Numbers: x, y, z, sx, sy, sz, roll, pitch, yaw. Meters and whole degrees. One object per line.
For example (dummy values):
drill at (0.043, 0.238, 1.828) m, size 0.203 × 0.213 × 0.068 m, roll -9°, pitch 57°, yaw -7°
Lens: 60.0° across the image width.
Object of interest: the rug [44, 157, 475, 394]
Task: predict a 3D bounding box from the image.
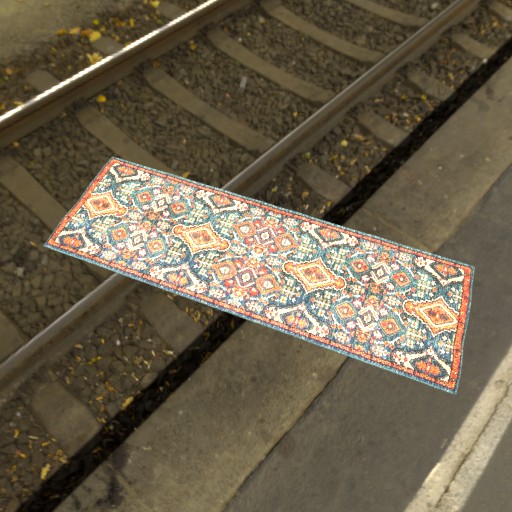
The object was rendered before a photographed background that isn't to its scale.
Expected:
rug at (0.000, 0.000, 2.637) m, size 2.459 × 0.010 × 0.801 m, roll 18°, pitch 60°, yaw 11°
